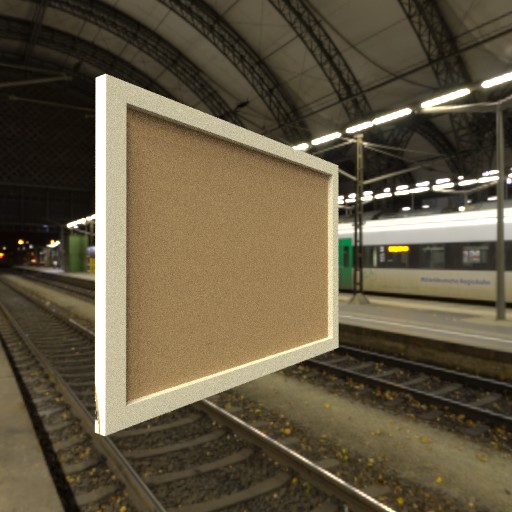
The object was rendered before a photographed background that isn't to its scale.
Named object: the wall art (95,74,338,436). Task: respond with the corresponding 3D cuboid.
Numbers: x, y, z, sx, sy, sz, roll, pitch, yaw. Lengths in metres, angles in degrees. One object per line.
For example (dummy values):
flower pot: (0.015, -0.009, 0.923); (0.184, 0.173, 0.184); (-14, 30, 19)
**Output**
wall art: (0.000, 0.000, 1.412); (0.038, 0.767, 1.144); (0, 0, 36)
